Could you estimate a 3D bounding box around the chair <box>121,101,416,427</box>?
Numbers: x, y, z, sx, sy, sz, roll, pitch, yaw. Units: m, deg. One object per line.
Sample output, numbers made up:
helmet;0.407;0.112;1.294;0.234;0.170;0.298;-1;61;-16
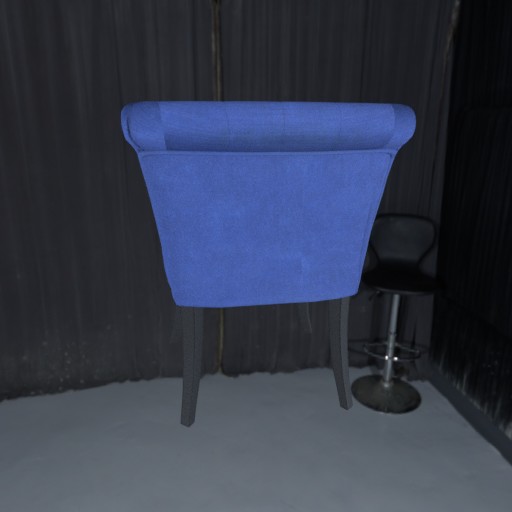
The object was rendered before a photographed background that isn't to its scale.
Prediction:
chair;0.000;0.000;1.186;0.585;0.753;0.606;-3;16;-9
